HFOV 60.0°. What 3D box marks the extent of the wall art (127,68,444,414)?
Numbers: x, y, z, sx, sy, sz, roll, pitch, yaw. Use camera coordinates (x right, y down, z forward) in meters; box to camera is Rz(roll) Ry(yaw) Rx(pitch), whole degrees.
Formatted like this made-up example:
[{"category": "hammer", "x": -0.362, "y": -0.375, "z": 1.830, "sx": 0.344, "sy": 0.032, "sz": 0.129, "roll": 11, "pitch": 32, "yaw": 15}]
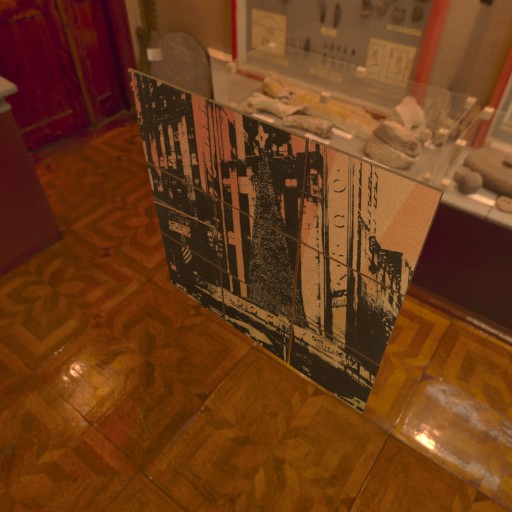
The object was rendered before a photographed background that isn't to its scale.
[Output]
[{"category": "wall art", "x": 0.000, "y": 0.000, "z": 1.368, "sx": 0.919, "sy": 0.917, "sz": 0.010, "roll": 30, "pitch": 52, "yaw": 26}]
